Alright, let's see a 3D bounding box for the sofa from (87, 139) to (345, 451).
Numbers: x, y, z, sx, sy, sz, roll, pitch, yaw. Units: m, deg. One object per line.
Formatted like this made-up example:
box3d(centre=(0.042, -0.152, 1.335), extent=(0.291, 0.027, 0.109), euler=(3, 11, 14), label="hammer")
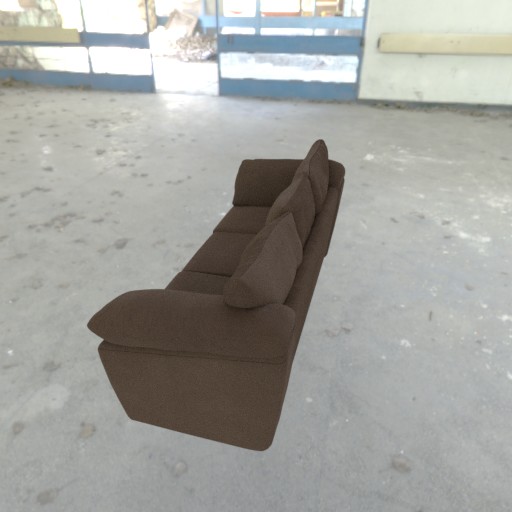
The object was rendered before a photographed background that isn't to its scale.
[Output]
box3d(centre=(0.000, 0.000, 2.850), extent=(0.878, 1.015, 2.336), euler=(8, 30, 14), label="sofa")
